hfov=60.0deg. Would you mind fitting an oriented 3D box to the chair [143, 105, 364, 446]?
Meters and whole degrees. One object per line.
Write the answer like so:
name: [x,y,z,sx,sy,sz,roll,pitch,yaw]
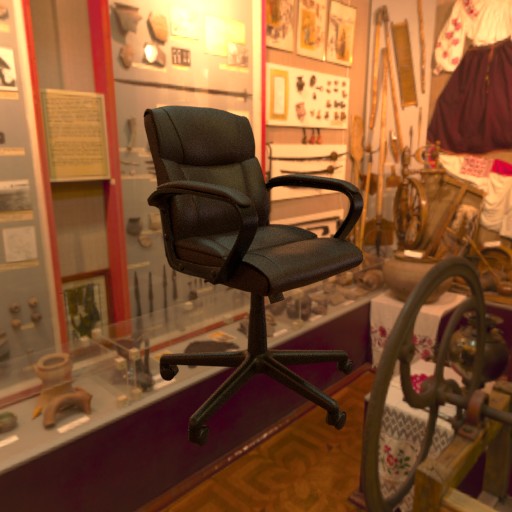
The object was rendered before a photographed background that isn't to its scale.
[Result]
chair: [0.000,0.000,1.499,0.739,1.004,0.717,-13,18,-43]
